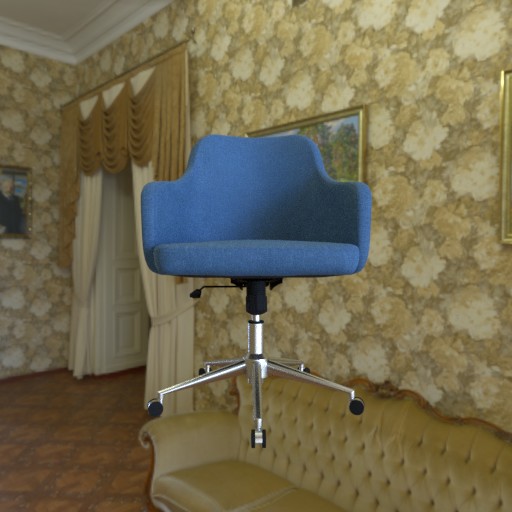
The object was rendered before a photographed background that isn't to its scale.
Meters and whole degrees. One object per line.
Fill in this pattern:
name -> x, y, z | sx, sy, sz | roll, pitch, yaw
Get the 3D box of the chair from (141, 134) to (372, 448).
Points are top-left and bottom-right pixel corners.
chair -> 0.000, 0.000, 1.264 | 0.599, 0.820, 0.655 | 0, 1, -1
